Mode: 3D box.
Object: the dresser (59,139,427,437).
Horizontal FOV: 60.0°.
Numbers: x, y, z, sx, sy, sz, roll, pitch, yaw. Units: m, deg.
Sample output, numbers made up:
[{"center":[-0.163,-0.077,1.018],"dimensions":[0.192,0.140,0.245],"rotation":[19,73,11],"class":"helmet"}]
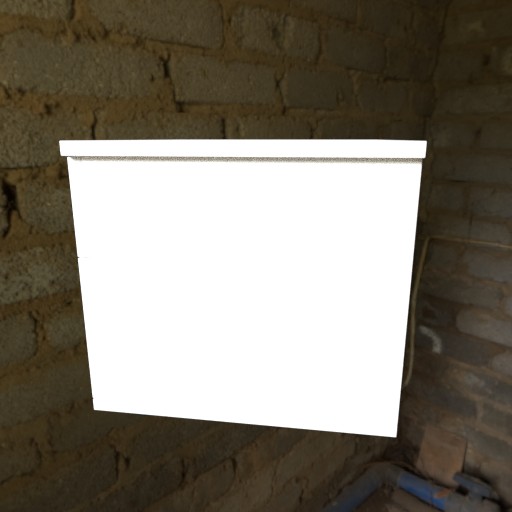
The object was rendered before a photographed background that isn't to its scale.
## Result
[{"center":[0.000,0.000,0.711],"dimensions":[0.400,0.360,0.430],"rotation":[2,15,8],"class":"dresser"}]
